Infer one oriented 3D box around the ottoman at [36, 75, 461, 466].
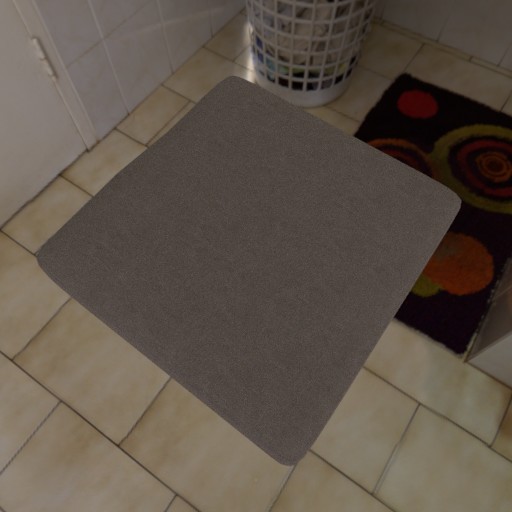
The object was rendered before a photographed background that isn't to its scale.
[{"bbox_3d":[0.000,0.000,1.375,0.861,0.482,0.881,33,68,16],"label":"ottoman"}]
